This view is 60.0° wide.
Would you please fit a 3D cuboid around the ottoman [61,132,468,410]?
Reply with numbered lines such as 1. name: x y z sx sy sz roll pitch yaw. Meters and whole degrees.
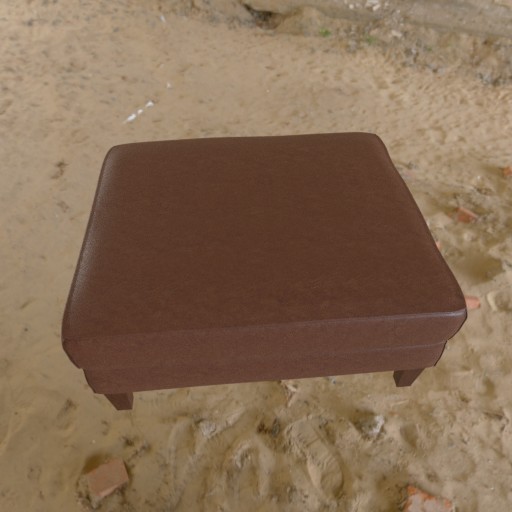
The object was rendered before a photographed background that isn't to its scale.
1. ottoman: 0.000 0.000 1.437 0.987 0.472 0.836 -4 46 -4
